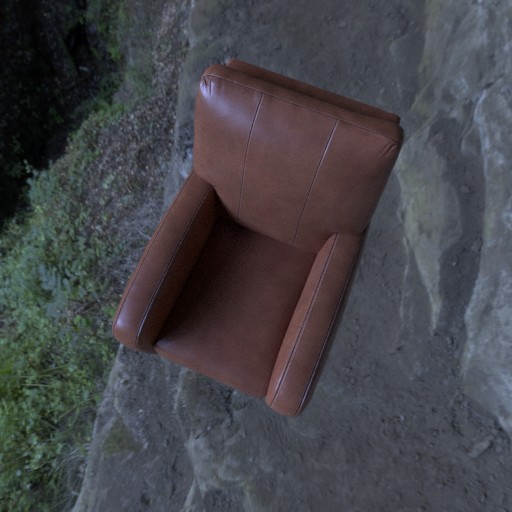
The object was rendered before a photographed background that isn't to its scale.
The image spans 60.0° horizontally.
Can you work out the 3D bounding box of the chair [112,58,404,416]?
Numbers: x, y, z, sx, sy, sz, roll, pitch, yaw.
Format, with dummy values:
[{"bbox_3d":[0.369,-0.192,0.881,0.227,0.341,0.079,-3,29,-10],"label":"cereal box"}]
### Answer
[{"bbox_3d":[0.000,0.000,1.690,0.762,0.990,0.990,22,75,6],"label":"chair"}]
